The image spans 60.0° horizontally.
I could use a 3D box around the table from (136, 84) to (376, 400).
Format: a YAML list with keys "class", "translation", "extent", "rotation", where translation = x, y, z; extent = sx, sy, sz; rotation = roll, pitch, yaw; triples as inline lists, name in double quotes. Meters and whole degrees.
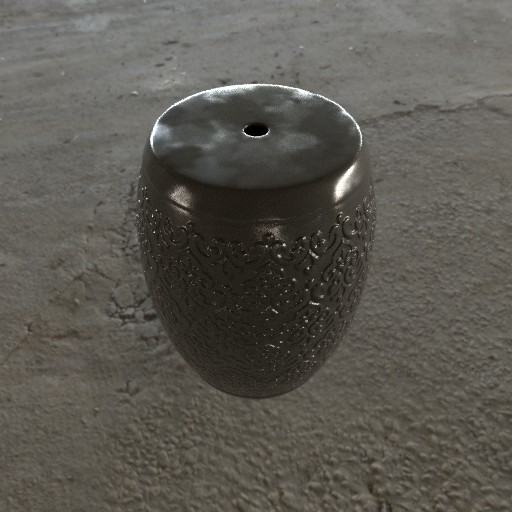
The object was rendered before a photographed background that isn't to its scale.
- class: "table"
  translation: [0.000, 0.000, 0.623]
  extent: [0.309, 0.397, 0.309]
  rotation: [0, 45, 0]
